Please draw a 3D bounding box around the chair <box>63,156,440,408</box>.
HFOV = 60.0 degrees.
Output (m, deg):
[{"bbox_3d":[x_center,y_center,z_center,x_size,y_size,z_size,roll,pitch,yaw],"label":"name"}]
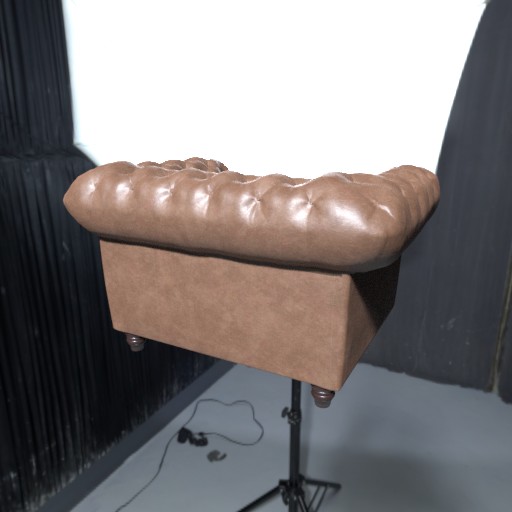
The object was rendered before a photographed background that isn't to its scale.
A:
[{"bbox_3d":[0.000,0.000,1.850,1.298,0.784,0.954,8,18,27],"label":"chair"}]
